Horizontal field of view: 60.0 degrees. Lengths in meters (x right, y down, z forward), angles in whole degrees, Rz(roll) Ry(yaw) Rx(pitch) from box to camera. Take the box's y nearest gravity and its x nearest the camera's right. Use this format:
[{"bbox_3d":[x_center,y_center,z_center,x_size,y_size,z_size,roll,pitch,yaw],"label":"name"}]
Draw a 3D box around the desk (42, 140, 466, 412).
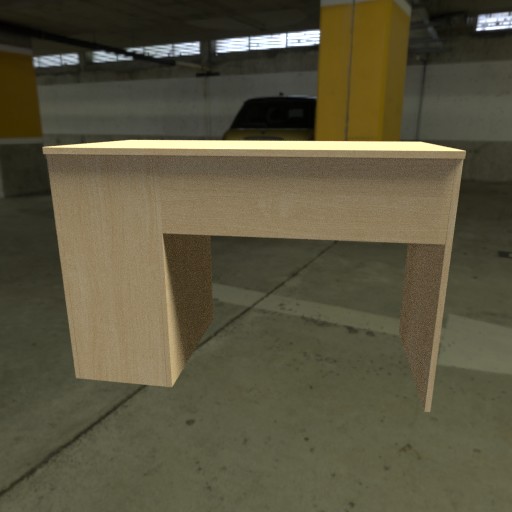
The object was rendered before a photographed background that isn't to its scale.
[{"bbox_3d":[0.000,0.000,1.501,1.097,0.735,0.560,3,17,9],"label":"desk"}]
